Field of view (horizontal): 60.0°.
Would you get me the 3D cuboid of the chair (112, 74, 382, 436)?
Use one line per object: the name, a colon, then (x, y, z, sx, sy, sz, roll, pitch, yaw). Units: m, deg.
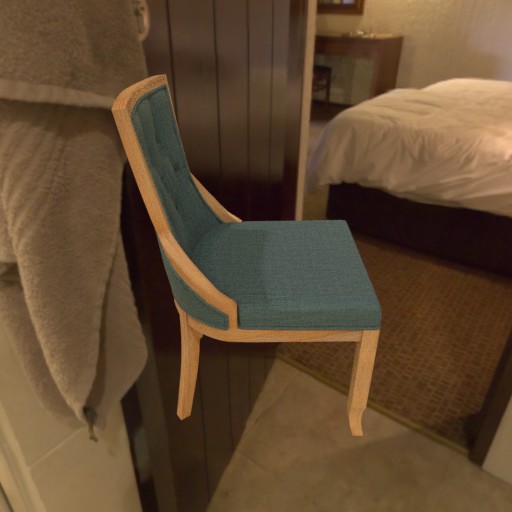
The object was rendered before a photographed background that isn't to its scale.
chair: (0.000, 0.000, 1.316, 0.641, 0.947, 0.524, 0, 30, 0)
